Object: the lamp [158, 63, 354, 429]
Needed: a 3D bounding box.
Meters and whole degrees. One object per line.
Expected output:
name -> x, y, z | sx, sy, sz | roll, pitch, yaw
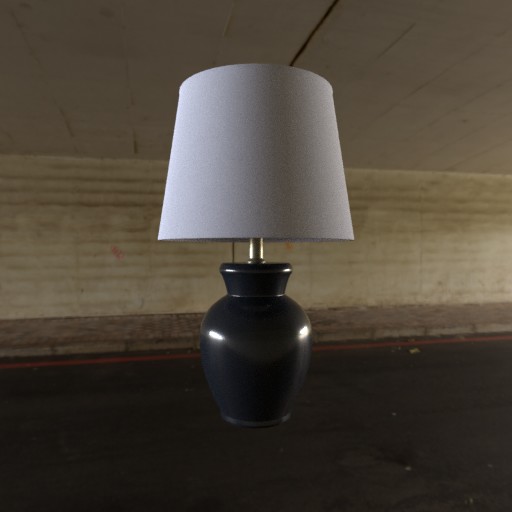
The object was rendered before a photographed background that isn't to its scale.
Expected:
lamp -> 0.000, 0.000, 0.553 | 0.239, 0.399, 0.239 | 0, 1, 0
